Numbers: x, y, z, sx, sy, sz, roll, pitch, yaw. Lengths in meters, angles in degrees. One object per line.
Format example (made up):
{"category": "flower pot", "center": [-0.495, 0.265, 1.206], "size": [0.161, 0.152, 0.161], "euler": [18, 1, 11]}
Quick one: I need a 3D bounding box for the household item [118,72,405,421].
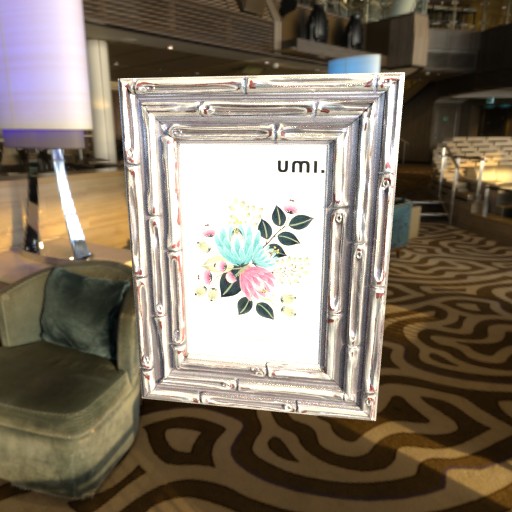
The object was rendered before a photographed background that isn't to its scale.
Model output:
{"category": "household item", "center": [0.000, 0.000, 0.287], "size": [0.165, 0.216, 0.025], "euler": [2, 15, 9]}
